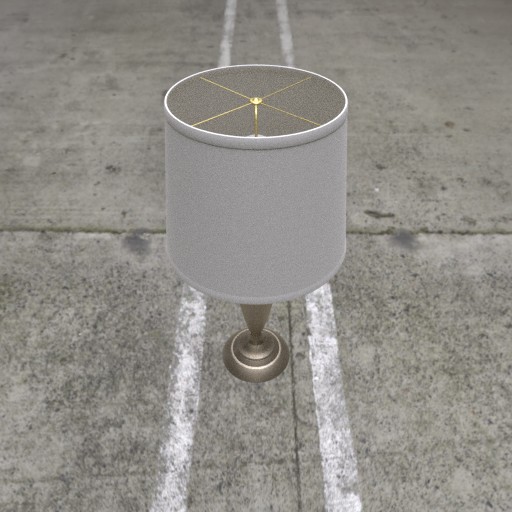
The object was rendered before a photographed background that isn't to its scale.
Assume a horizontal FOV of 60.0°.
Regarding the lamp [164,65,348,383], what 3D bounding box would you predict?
[{"bbox_3d":[0.000,0.000,0.845,0.328,0.619,0.328,0,42,0],"label":"lamp"}]
